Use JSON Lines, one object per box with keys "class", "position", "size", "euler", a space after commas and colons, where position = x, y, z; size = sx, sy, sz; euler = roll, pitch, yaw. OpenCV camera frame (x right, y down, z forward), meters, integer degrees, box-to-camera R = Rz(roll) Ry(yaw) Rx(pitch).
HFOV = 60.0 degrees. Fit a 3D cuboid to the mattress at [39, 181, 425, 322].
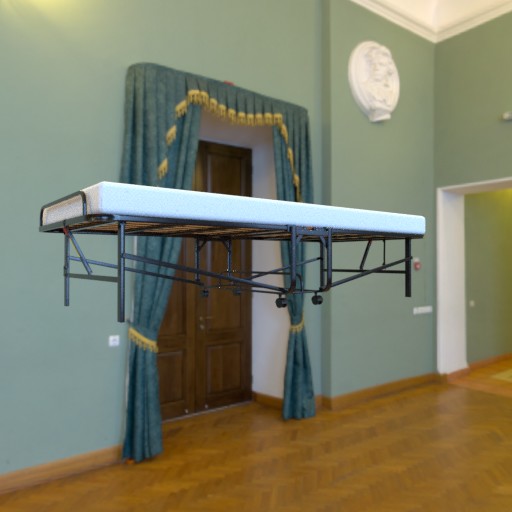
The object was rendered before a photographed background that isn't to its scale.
{"class": "mattress", "position": [0.000, 0.000, 2.555], "size": [2.153, 0.519, 0.922], "euler": [0, -1, -38]}
